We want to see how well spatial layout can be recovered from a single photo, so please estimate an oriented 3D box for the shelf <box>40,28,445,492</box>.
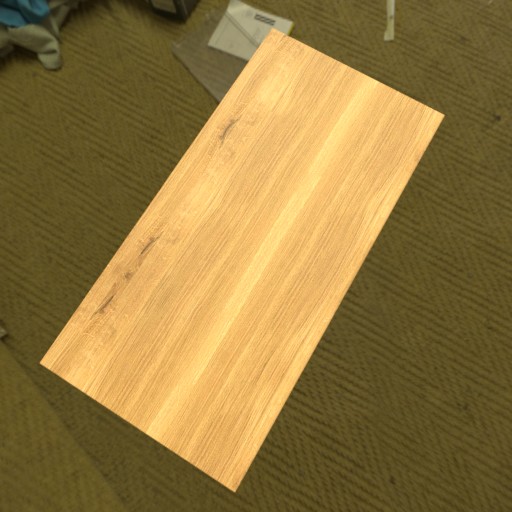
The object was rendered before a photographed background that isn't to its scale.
[{"bbox_3d":[0.000,0.000,1.020,0.400,0.400,0.800,30,78,7],"label":"shelf"}]
